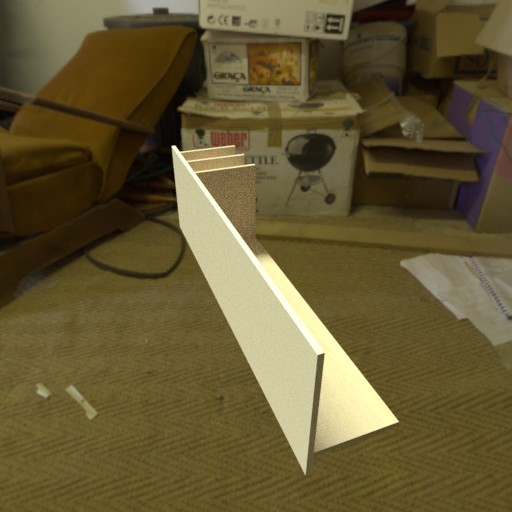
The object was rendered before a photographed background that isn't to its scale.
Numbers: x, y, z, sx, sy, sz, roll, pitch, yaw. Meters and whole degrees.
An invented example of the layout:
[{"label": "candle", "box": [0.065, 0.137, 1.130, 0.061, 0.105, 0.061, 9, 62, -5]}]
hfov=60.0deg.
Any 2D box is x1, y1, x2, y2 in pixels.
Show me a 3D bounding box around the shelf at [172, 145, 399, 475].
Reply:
[{"label": "shelf", "box": [0.000, 0.000, 1.157, 0.200, 0.300, 1.020, -11, 34, -18]}]
